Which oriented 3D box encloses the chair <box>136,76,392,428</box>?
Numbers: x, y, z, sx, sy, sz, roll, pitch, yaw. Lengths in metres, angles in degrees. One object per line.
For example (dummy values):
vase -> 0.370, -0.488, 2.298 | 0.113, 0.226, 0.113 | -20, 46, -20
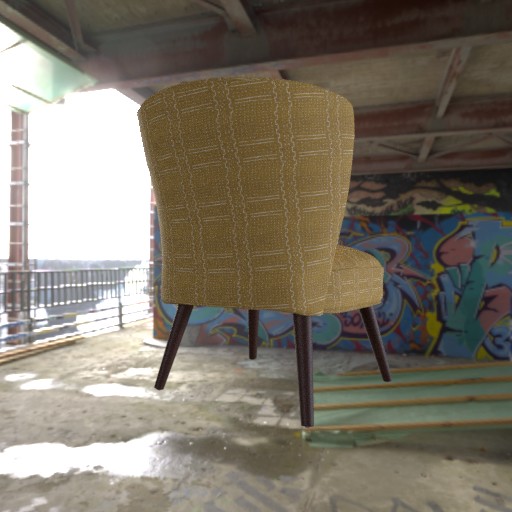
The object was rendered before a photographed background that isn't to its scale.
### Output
chair -> 0.000, 0.000, 1.414 | 0.706, 0.866, 0.758 | 0, -1, 36
